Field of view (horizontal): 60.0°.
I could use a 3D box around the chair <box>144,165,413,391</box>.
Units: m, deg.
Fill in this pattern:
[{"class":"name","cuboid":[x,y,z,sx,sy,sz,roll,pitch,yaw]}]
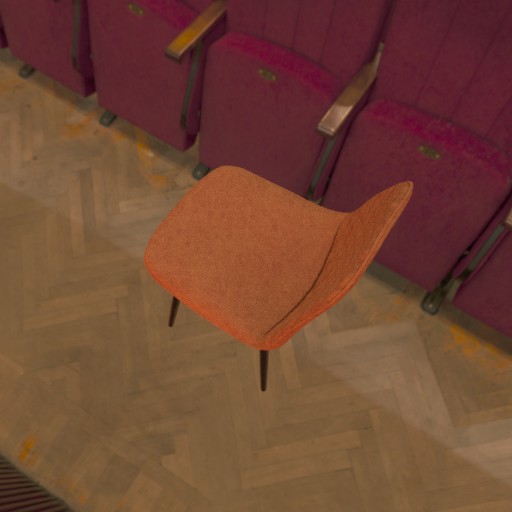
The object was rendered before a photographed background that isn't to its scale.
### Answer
[{"class":"chair","cuboid":[0.000,0.000,1.228,0.561,0.889,0.472,31,69,14]}]
